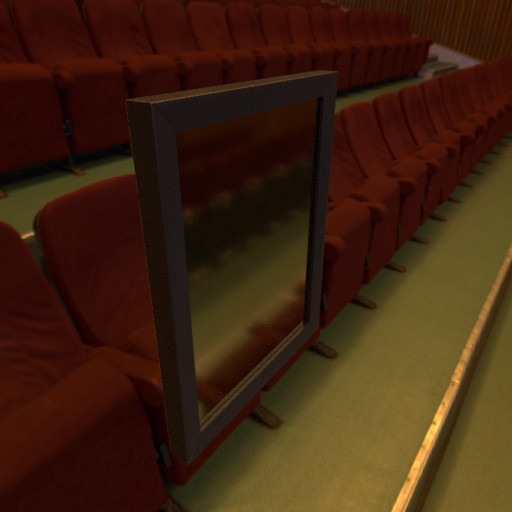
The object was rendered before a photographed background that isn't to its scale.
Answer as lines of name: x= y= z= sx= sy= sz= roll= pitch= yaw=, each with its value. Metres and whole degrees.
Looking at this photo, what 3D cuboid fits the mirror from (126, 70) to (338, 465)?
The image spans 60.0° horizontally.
mirror: x=0.000 y=0.000 z=0.691 sx=0.041 sy=0.508 sz=0.405 roll=18 pitch=32 yaw=30
